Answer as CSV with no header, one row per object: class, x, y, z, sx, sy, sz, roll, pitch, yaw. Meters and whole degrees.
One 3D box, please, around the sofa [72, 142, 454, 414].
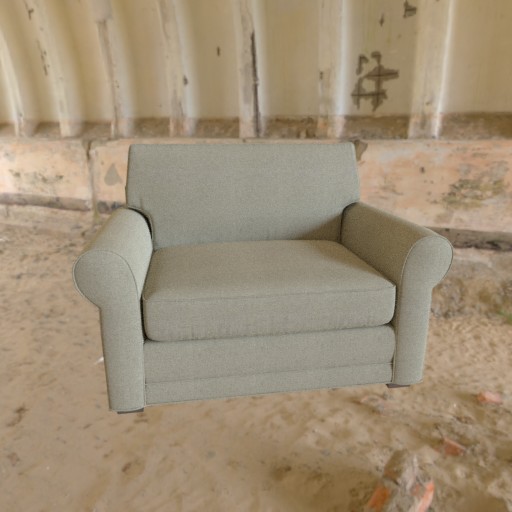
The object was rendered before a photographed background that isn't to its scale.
sofa,0.000,0.000,2.044,1.405,0.991,0.936,-3,16,-9
